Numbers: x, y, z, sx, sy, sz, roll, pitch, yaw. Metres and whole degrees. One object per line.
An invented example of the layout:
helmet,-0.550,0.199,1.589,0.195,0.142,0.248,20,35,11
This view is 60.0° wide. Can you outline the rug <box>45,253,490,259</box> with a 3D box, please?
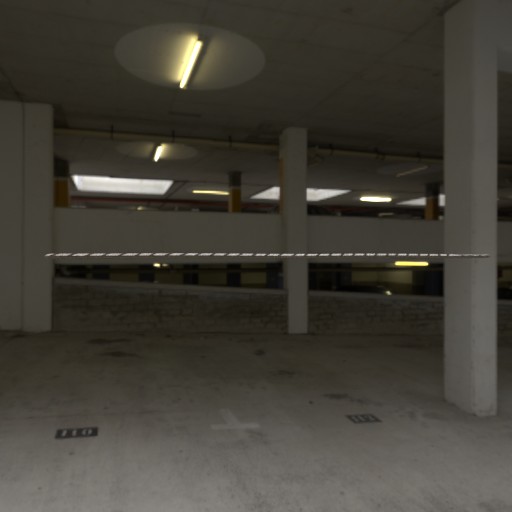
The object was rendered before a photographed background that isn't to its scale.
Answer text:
rug,0.000,0.000,2.309,1.842,0.019,1.237,0,0,-18
